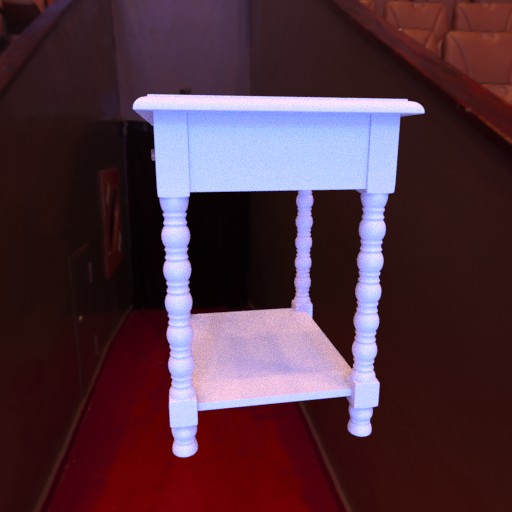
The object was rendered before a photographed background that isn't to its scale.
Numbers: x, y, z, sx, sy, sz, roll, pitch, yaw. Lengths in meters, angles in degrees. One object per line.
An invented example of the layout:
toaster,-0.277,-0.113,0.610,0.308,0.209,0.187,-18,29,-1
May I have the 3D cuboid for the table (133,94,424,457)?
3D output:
table,0.000,0.000,0.844,0.381,0.531,0.460,-2,14,-10
